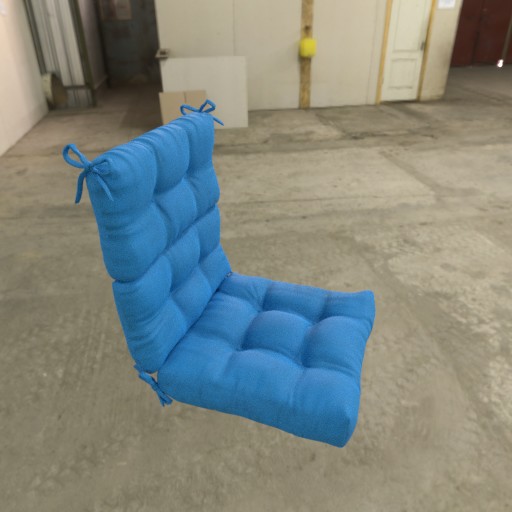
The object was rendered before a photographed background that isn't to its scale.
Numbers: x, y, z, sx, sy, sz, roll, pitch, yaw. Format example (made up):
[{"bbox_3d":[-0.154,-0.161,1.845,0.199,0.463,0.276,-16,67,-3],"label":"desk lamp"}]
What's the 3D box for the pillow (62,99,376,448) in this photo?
[{"bbox_3d":[0.000,0.000,1.034,0.571,0.605,0.519,10,31,16],"label":"pillow"}]
